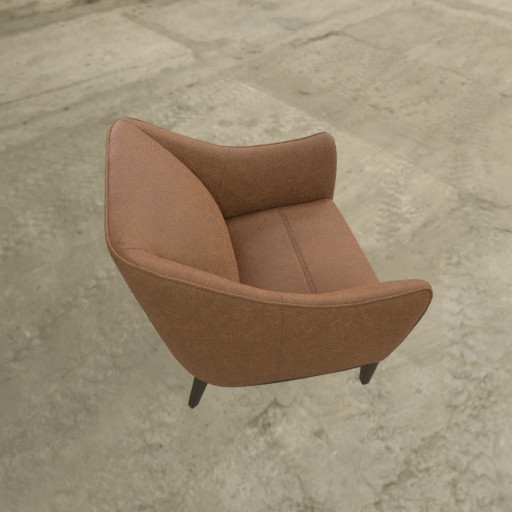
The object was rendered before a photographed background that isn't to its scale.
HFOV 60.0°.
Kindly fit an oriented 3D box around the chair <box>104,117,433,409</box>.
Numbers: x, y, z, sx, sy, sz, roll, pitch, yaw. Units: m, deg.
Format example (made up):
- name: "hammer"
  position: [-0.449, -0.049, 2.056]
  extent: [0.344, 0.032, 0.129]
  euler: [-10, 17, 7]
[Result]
- name: "chair"
  position: [0.000, 0.000, 1.567]
  extent: [0.852, 0.830, 0.871]
  euler: [-9, 46, -9]
